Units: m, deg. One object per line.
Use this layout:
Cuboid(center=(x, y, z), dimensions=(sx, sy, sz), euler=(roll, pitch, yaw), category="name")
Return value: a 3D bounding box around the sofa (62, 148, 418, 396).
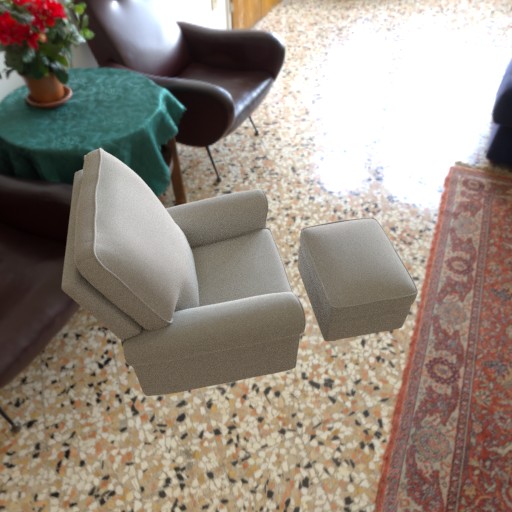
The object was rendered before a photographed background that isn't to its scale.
Cuboid(center=(0.000, 0.000, 2.070), dimensions=(1.478, 0.959, 0.880), euler=(-9, 48, -8), category="sofa")
